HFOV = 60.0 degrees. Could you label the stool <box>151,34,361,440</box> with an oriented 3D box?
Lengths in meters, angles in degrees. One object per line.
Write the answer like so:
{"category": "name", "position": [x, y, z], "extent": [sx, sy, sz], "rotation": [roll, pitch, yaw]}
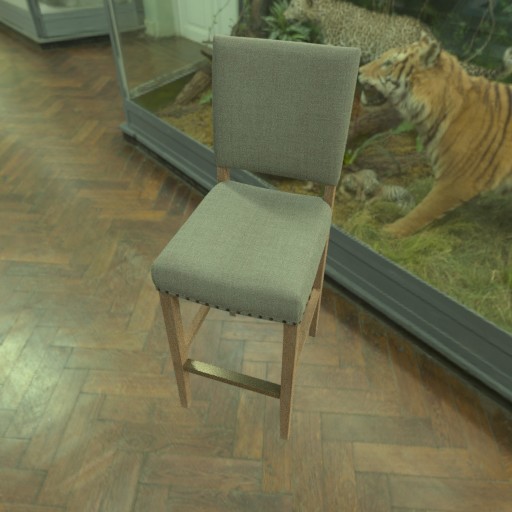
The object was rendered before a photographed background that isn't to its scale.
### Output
{"category": "stool", "position": [0.000, 0.000, 1.473], "extent": [0.445, 1.203, 0.585], "rotation": [12, 42, 14]}
